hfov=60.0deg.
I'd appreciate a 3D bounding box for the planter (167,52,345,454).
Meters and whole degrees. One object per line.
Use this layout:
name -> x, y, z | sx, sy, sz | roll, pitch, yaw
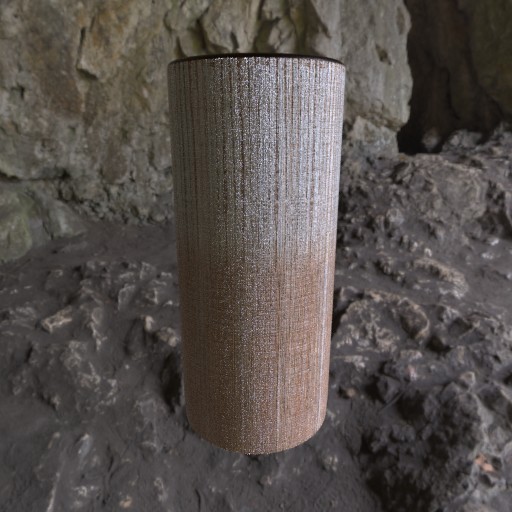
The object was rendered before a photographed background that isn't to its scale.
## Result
planter -> 0.000, 0.000, 0.285 | 0.100, 0.227, 0.100 | -9, 19, -28
